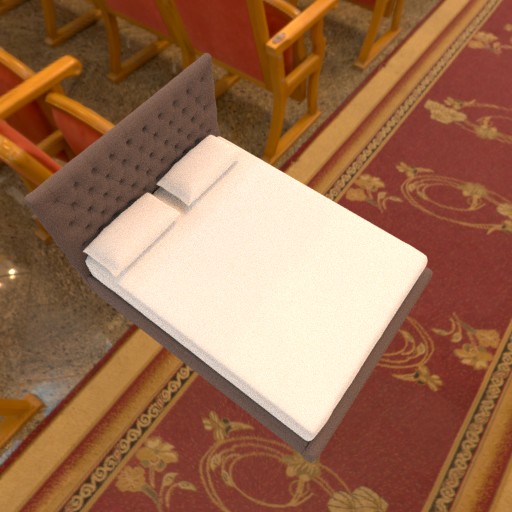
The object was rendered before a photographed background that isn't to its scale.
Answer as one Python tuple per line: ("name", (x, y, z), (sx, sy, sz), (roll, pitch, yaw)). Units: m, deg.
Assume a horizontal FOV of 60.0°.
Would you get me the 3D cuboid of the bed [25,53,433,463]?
("bed", (0.000, 0.000, 3.231), (2.233, 1.426, 1.696), (33, 66, 17))
